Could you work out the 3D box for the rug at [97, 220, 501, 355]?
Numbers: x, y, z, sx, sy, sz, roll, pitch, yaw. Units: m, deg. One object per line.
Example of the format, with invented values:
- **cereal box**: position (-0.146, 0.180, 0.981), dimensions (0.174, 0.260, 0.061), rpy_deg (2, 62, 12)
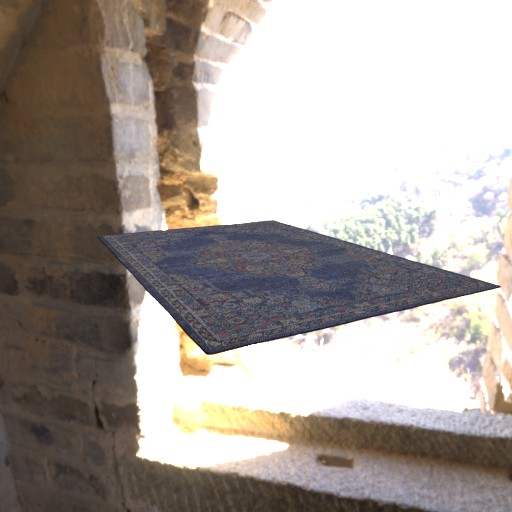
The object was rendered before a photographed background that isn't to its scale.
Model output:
- **rug**: position (0.000, 0.000, 3.647), dimensions (2.053, 0.011, 2.940), rpy_deg (-7, 16, -27)
